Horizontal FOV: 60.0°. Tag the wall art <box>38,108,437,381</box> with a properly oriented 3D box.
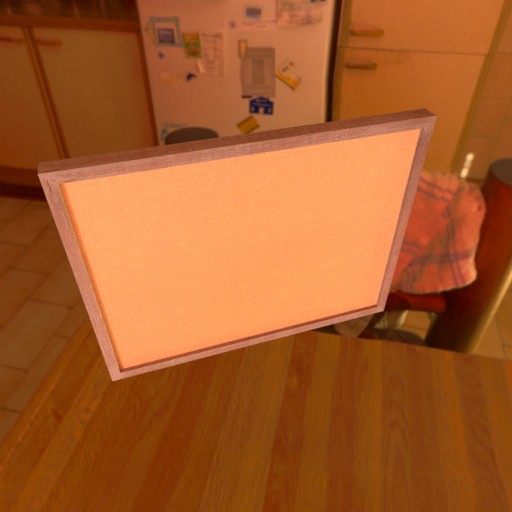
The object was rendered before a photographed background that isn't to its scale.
[{"bbox_3d":[0.000,0.000,1.761,1.320,1.009,0.070,-12,42,-14],"label":"wall art"}]
